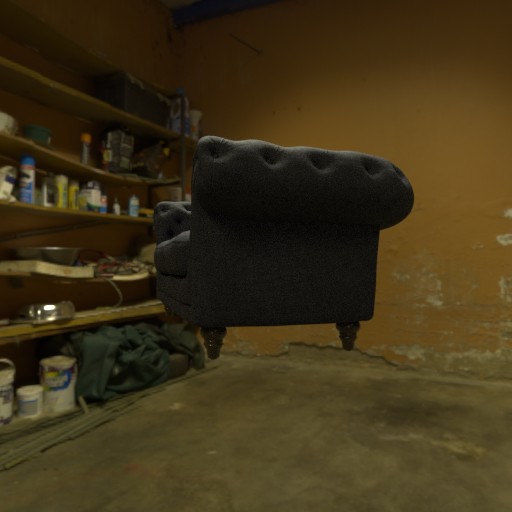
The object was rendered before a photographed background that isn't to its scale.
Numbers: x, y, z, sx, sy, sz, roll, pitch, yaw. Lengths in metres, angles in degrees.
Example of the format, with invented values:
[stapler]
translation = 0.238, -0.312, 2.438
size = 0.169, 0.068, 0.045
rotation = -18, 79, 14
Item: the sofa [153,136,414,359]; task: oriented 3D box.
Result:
[sofa]
translation = 0.000, 0.000, 2.560
size = 1.082, 0.833, 1.988
rotation = 0, -1, -17
